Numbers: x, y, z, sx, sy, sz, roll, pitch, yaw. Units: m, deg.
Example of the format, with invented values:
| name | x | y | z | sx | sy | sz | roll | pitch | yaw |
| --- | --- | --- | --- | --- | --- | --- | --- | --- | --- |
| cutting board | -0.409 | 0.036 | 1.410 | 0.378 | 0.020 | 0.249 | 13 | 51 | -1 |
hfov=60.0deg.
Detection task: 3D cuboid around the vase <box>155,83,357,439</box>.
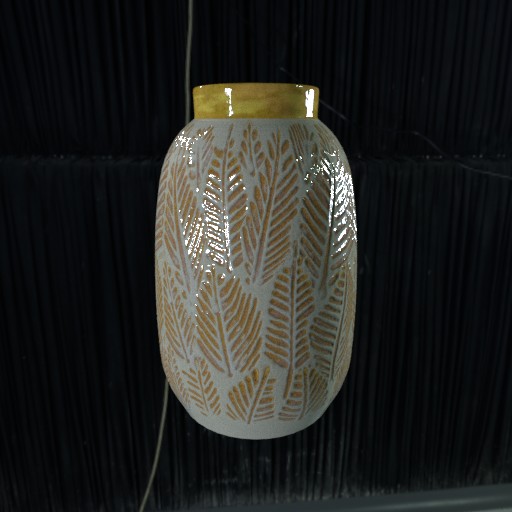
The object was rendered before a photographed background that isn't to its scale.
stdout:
| name | x | y | z | sx | sy | sz | roll | pitch | yaw |
| --- | --- | --- | --- | --- | --- | --- | --- | --- | --- |
| vase | 0.000 | 0.000 | 0.380 | 0.172 | 0.270 | 0.172 | 0 | 16 | 0 |
